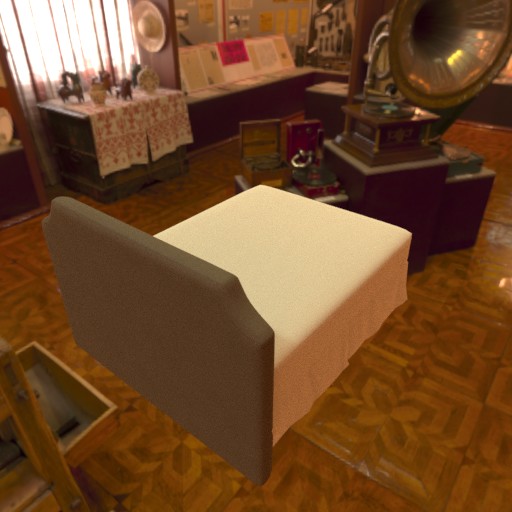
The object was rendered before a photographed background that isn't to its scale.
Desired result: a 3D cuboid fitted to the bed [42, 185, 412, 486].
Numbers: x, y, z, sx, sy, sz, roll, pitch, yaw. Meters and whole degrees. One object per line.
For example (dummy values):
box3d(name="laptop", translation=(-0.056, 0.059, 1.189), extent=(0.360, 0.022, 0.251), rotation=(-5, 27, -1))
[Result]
box3d(name="bed", translation=(0.000, 0.000, 3.291), extent=(1.831, 1.297, 2.181), rotation=(23, 39, 32))
